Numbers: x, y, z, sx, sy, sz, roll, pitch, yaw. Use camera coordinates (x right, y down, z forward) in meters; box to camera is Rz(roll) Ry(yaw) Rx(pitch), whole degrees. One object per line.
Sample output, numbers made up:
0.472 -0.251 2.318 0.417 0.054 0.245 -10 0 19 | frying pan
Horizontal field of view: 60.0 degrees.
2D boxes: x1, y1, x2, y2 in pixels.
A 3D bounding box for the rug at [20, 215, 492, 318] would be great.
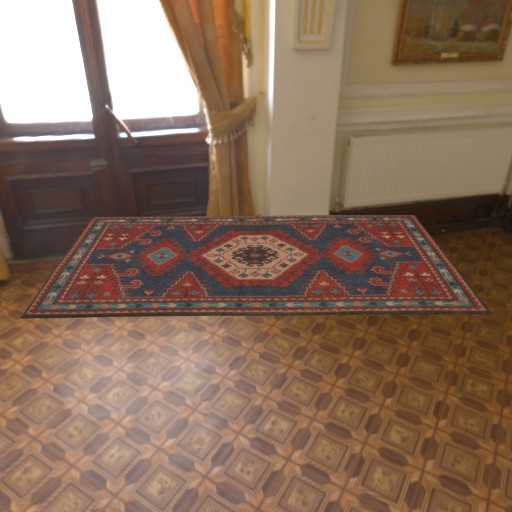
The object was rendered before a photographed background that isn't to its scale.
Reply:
0.000 0.000 3.503 3.032 0.034 1.522 0 30 -1 | rug
